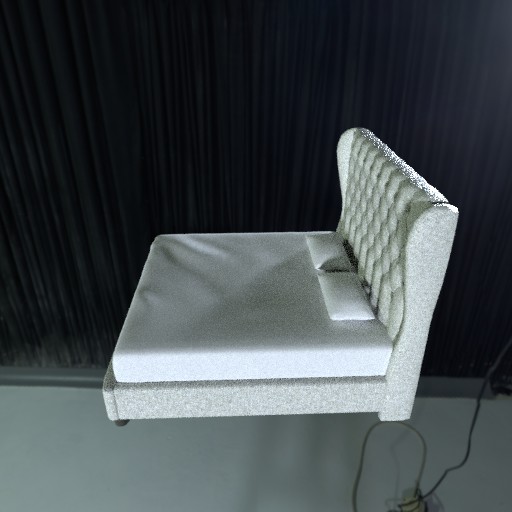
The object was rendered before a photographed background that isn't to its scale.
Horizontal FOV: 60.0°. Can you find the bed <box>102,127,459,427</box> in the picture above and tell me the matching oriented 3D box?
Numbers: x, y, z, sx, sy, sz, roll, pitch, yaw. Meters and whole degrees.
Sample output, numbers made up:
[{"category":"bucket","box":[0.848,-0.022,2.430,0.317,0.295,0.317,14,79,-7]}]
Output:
[{"category":"bed","box":[0.000,0.000,3.924,2.347,1.771,2.219,-1,29,-2]}]
